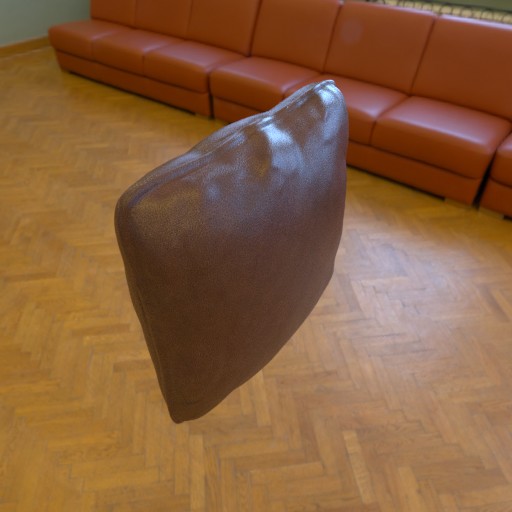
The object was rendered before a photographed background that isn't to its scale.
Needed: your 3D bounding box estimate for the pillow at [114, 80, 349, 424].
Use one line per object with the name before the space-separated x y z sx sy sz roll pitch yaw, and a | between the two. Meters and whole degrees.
pillow | 0.000 0.000 0.827 0.236 0.523 0.532 26 47 27
